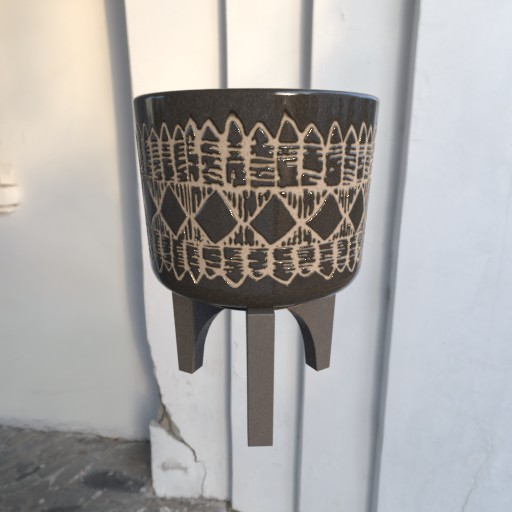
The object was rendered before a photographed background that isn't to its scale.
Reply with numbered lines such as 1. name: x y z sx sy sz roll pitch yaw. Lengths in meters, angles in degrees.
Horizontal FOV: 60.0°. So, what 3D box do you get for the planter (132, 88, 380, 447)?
1. planter: 0.000 0.000 0.396 0.196 0.264 0.196 8 17 27
